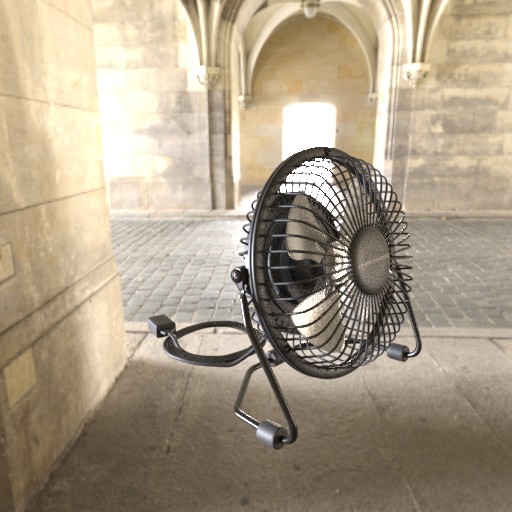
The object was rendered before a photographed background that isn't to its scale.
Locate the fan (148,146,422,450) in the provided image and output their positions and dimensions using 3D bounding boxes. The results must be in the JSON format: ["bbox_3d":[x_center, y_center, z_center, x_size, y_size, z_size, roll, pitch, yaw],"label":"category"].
[{"bbox_3d":[0.000,0.000,0.314,0.153,0.152,0.202,-14,20,-43],"label":"fan"}]
